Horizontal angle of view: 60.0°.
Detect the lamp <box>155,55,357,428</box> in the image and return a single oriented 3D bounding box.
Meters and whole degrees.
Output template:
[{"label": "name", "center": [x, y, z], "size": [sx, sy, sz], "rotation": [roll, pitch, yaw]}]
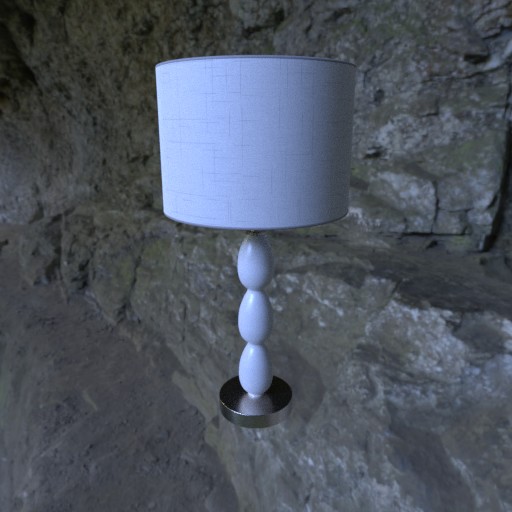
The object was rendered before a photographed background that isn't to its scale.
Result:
[{"label": "lamp", "center": [0.000, 0.000, 0.714], "size": [0.282, 0.559, 0.280], "rotation": [-2, 17, -8]}]
